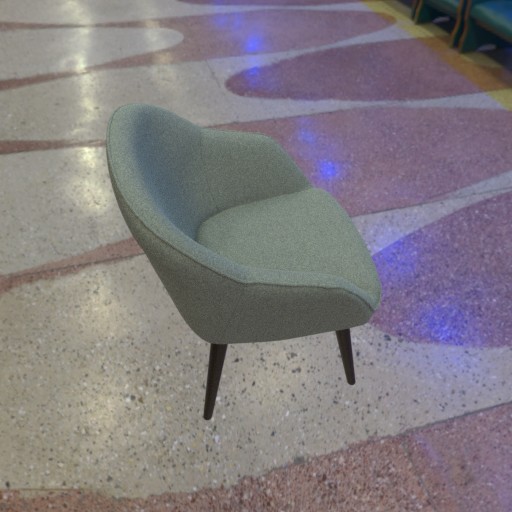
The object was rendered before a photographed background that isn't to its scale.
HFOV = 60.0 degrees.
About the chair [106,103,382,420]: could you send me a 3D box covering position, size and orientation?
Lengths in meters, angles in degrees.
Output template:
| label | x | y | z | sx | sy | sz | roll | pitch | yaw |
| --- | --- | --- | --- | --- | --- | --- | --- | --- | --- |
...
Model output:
| label | x | y | z | sx | sy | sz | roll | pitch | yaw |
| --- | --- | --- | --- | --- | --- | --- | --- | --- | --- |
| chair | 0.000 | 0.000 | 1.206 | 0.611 | 0.810 | 0.589 | -10 | 48 | -10 |
